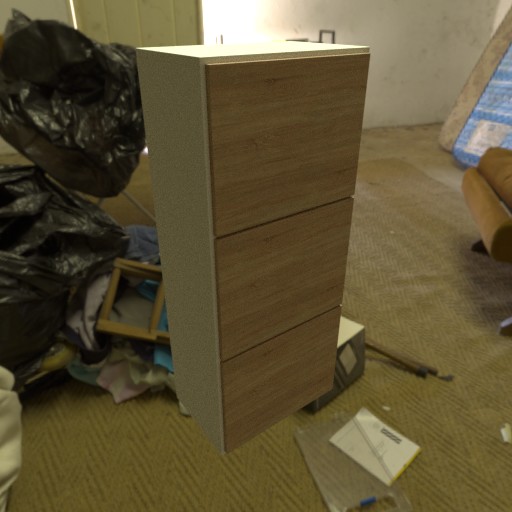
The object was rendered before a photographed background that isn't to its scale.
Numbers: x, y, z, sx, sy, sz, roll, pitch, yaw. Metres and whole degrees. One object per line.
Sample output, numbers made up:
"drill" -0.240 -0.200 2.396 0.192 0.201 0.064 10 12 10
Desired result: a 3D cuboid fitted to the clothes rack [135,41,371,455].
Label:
"clothes rack" 0.000 0.000 1.392 0.500 1.187 0.331 -20 34 -31
